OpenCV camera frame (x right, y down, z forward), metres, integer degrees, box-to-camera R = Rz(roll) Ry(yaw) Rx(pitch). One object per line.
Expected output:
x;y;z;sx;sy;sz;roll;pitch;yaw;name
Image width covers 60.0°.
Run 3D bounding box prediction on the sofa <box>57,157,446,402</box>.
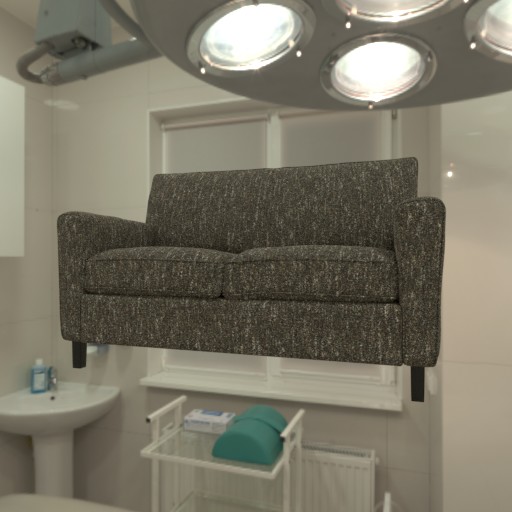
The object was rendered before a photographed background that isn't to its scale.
0.000;0.000;1.990;1.519;0.946;0.801;0;0;19;sofa
